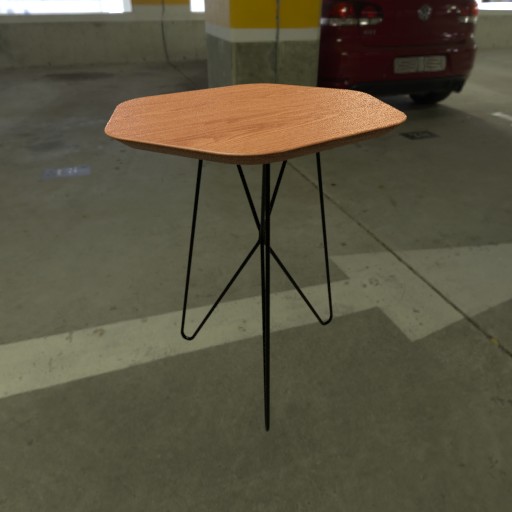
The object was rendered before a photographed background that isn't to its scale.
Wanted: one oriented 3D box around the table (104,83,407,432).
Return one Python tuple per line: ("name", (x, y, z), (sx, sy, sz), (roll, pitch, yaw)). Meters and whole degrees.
("table", (0.000, 0.000, 0.870), (0.500, 0.562, 0.400), (-21, 36, -31))
